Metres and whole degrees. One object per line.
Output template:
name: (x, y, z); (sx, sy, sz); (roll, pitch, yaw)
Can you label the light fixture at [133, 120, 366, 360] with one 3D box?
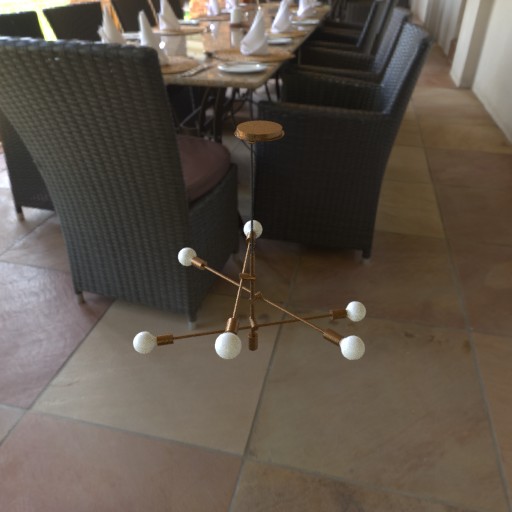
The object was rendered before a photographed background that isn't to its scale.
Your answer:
light fixture: (0.000, 0.000, 1.280); (0.682, 0.744, 0.637); (9, 34, 14)
